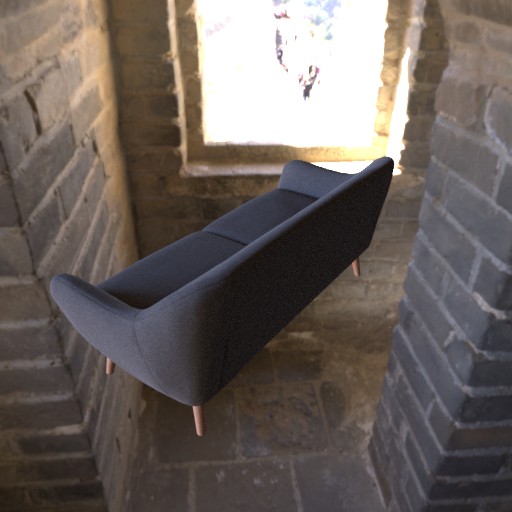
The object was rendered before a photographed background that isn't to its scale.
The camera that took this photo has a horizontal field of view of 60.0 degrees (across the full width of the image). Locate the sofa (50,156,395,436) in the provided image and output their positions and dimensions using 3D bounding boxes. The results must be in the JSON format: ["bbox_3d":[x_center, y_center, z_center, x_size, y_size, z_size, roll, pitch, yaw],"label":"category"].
[{"bbox_3d":[0.000,0.000,2.296,0.820,0.820,1.840,21,36,31],"label":"sofa"}]
